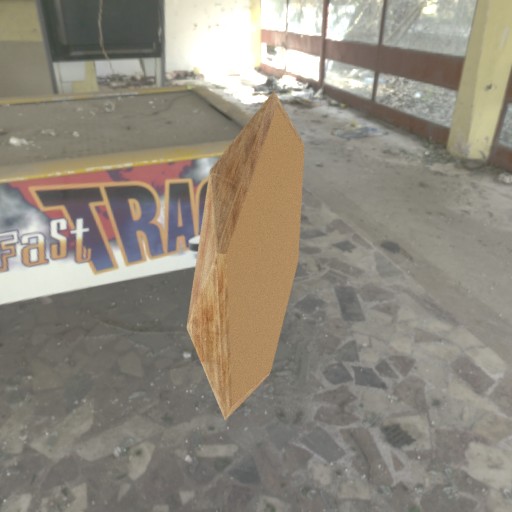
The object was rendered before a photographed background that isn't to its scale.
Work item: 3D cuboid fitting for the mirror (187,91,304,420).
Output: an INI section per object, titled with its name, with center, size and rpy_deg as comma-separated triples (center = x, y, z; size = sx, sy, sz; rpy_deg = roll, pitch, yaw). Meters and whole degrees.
[mirror]
center = 0.000, 0.000, 1.096
size = 0.091, 0.779, 0.675
rpy_deg = 9, 31, 15
